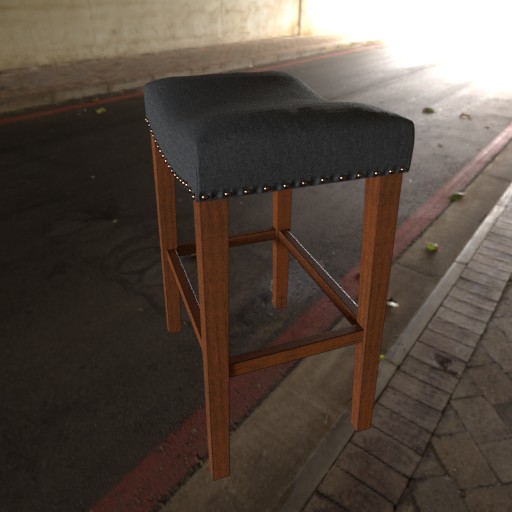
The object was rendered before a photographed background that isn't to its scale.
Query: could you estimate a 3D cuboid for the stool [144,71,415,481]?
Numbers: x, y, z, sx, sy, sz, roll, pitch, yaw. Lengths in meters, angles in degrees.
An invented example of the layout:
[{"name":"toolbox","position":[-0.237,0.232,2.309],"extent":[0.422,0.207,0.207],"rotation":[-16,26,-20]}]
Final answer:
[{"name":"stool","position":[0.000,0.000,0.845],"extent":[0.320,0.612,0.439],"rotation":[-11,32,-17]}]
